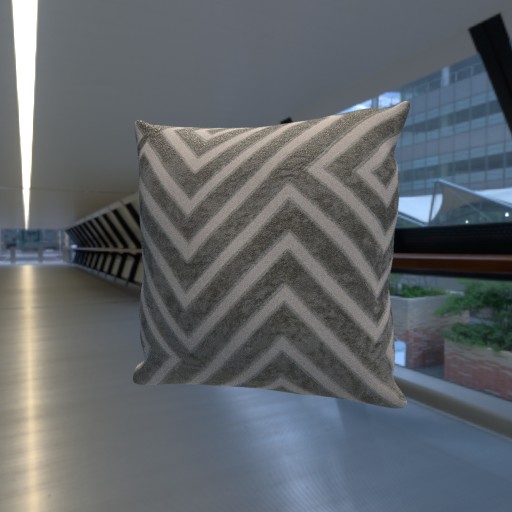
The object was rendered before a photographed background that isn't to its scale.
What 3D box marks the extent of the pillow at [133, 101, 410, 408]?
[{"bbox_3d":[0.000,0.000,0.674,0.440,0.441,0.182,1,2,17],"label":"pillow"}]
